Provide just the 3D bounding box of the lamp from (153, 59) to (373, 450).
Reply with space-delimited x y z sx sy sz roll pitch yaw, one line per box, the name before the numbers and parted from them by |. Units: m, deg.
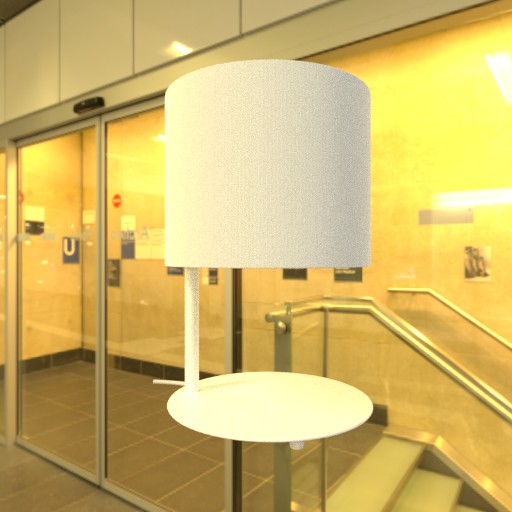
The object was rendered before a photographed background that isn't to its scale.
lamp | 0.000 0.000 0.666 0.341 0.454 0.299 0 0 17
